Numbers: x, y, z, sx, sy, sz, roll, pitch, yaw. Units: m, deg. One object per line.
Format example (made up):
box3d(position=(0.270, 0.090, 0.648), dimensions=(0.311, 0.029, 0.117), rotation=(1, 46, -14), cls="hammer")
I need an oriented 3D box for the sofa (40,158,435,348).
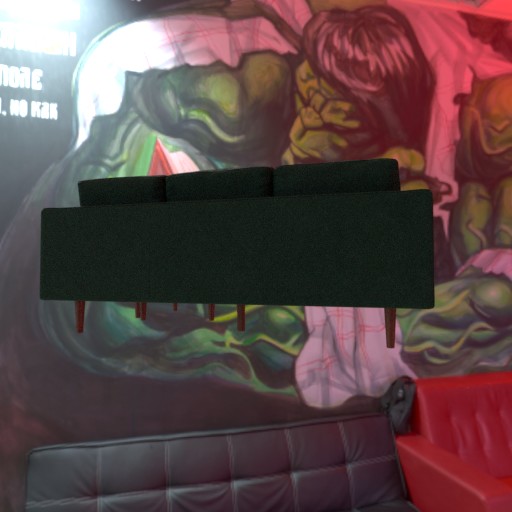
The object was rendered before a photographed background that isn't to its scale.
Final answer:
box3d(position=(0.000, 0.000, 2.892), dimensions=(2.030, 0.899, 1.580), rotation=(-1, -2, 17), cls="sofa")
